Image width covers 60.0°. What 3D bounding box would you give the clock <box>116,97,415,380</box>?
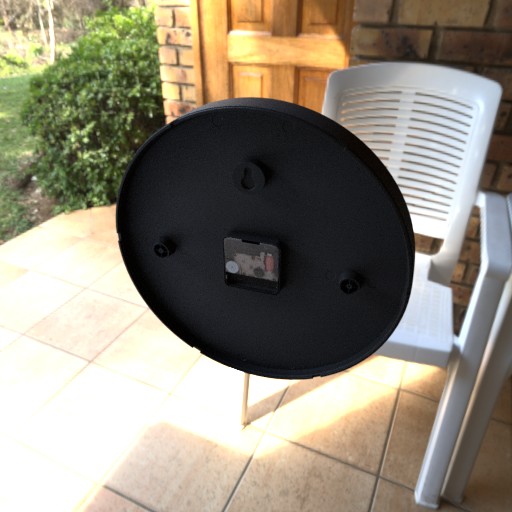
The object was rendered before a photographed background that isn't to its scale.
[{"bbox_3d":[0.000,0.000,0.434,0.293,0.293,0.040,10,33,16],"label":"clock"}]
